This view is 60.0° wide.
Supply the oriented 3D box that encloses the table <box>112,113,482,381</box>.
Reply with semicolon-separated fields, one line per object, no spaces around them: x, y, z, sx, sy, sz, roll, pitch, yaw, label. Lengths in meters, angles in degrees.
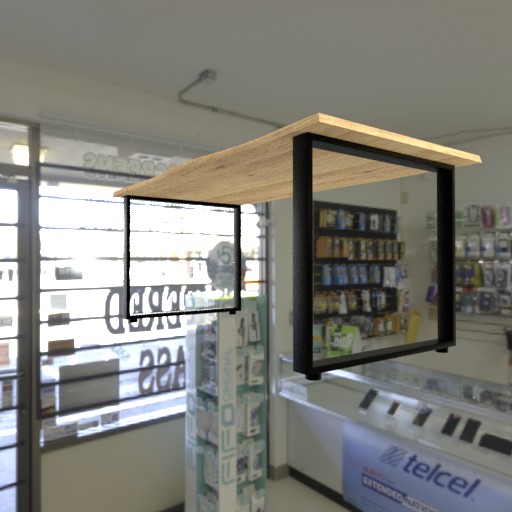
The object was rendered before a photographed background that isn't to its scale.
0.000;0.000;2.209;0.900;0.780;1.800;0;-1;-36;table
